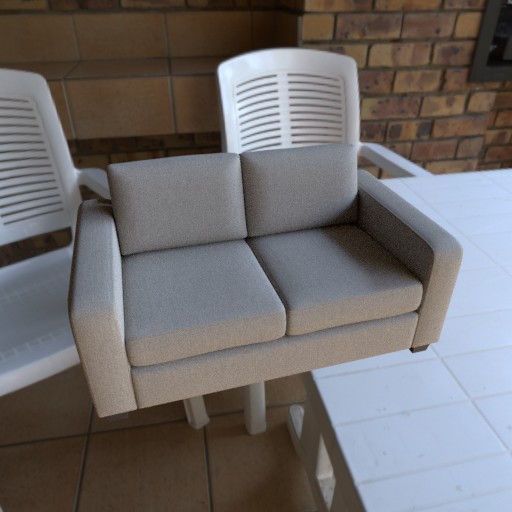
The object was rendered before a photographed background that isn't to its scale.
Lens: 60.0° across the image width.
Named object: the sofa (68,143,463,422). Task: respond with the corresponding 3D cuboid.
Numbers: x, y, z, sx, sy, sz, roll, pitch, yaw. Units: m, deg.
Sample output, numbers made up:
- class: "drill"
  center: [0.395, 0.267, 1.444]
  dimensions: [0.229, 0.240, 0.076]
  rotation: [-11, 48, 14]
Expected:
- class: "sofa"
  center: [0.000, 0.000, 2.053]
  dimensions: [1.540, 0.800, 0.900]
  rotation: [-9, 33, -14]
